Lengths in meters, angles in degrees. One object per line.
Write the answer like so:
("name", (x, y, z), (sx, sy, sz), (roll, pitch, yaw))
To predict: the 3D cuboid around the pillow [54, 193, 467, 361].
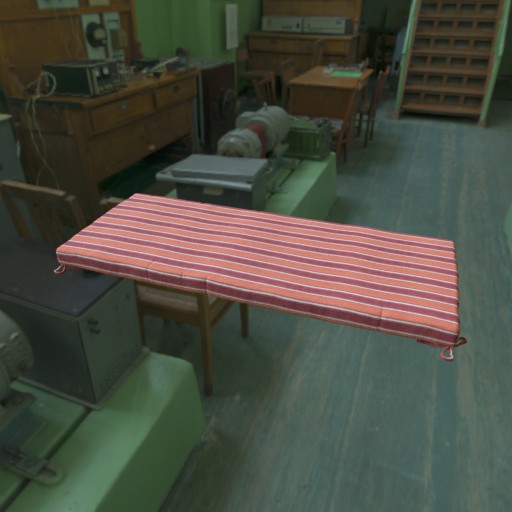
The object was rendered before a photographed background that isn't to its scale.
("pillow", (0.000, 0.000, 1.355), (1.187, 0.081, 0.492), (10, 33, 16))
